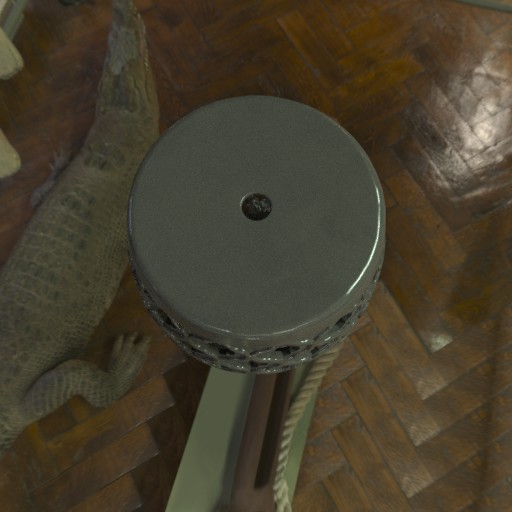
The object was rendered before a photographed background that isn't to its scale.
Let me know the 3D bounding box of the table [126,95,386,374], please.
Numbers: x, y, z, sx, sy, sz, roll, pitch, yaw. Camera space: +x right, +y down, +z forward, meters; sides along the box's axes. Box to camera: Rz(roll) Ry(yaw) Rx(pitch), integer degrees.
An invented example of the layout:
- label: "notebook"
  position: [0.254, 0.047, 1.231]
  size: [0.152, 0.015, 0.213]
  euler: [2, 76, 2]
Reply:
- label: "table"
  position: [0.000, 0.000, 0.628]
  size: [0.325, 0.388, 0.325]
  euler: [0, 75, 0]
